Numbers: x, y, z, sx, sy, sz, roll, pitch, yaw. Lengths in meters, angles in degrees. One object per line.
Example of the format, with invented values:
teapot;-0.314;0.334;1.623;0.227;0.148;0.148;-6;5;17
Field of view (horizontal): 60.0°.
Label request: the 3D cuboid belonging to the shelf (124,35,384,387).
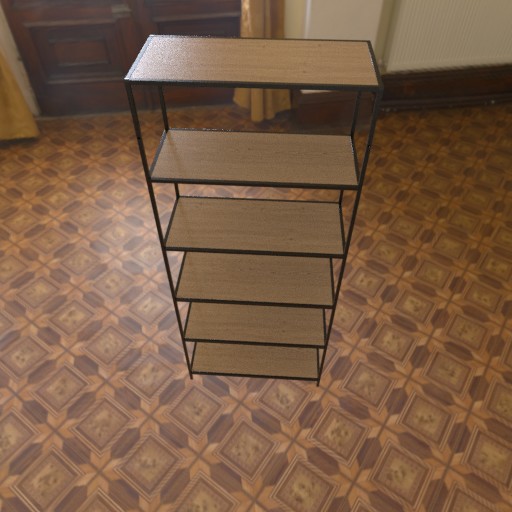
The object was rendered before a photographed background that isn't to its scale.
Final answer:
shelf;0.000;0.000;2.099;0.770;1.850;0.350;3;47;2
